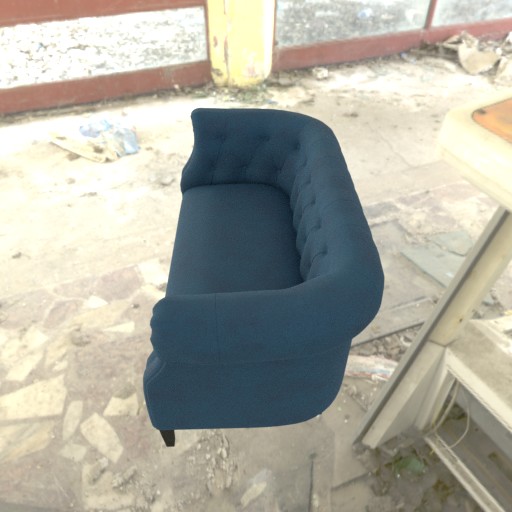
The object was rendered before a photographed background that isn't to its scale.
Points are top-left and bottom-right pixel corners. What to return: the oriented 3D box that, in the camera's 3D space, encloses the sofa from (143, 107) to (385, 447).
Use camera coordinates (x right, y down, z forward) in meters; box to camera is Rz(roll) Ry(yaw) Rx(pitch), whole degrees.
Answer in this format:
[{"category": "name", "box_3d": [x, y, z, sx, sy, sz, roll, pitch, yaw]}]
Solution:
[{"category": "sofa", "box_3d": [0.000, 0.000, 2.040, 0.835, 0.827, 1.558, -1, 41, -1]}]
